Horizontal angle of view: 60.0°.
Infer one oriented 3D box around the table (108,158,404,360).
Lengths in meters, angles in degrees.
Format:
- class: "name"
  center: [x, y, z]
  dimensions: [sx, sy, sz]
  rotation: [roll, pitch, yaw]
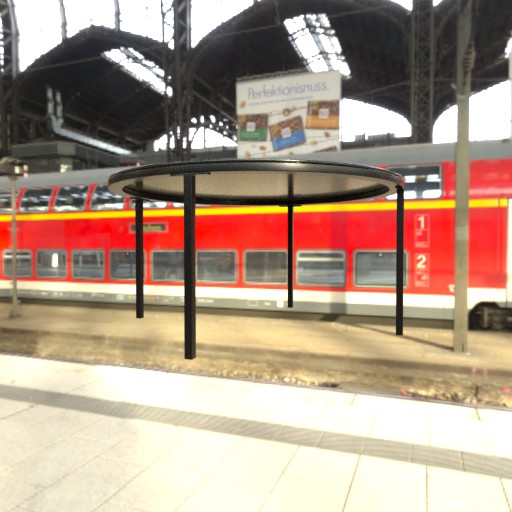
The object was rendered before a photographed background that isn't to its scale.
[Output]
- class: "table"
  center: [0.000, 0.000, 1.266]
  dimensions: [0.800, 0.400, 0.800]
  rotation: [0, 1, 0]
